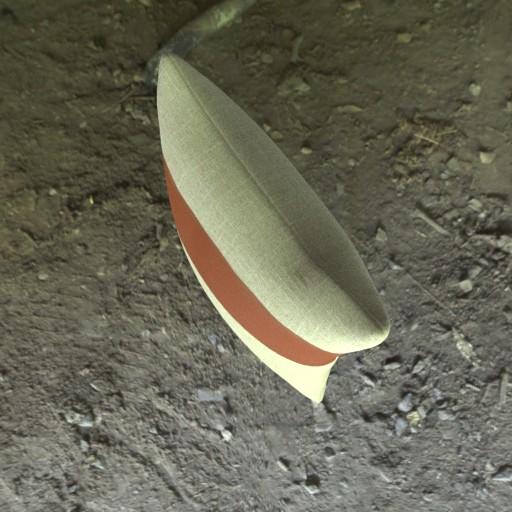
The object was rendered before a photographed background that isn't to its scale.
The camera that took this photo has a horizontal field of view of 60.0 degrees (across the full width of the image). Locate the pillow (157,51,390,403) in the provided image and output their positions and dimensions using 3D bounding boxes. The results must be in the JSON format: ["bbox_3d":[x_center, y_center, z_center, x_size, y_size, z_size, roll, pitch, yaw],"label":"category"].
[{"bbox_3d":[0.000,0.000,0.628,0.173,0.399,0.414,-29,67,-14],"label":"pillow"}]
